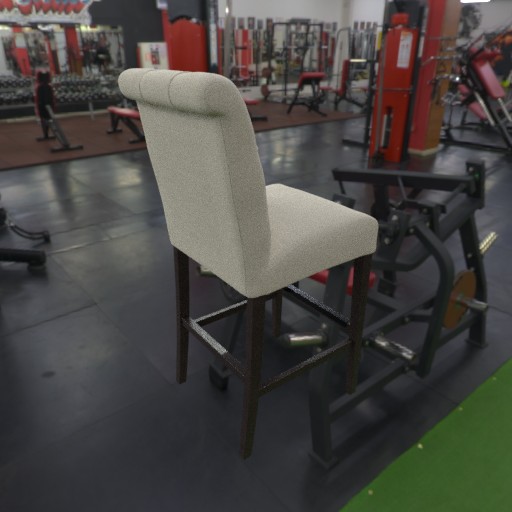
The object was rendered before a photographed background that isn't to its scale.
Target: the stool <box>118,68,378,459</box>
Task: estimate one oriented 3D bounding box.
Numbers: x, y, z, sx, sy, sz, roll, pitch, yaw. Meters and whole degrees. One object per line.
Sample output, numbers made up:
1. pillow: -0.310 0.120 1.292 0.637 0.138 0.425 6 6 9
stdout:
1. stool: 0.000 0.000 1.422 0.610 1.118 0.482 -18 31 -33
